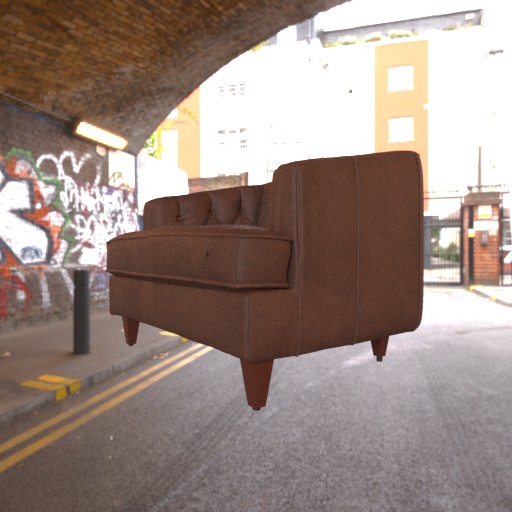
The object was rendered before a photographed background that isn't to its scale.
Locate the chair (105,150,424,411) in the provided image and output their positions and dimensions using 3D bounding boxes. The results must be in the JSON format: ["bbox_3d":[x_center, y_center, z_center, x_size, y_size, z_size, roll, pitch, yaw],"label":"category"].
[{"bbox_3d":[0.000,0.000,1.729,0.914,0.787,1.118,0,0,-35],"label":"chair"}]
